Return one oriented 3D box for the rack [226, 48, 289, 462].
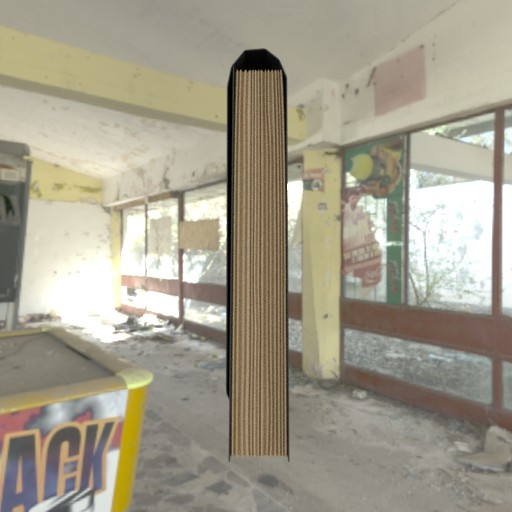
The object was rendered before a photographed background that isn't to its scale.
[{"bbox_3d":[0.000,0.000,0.421,0.041,0.241,0.330,0,0,0],"label":"rack"}]
